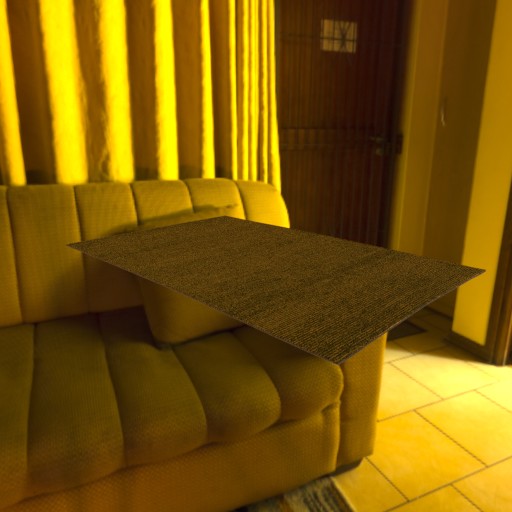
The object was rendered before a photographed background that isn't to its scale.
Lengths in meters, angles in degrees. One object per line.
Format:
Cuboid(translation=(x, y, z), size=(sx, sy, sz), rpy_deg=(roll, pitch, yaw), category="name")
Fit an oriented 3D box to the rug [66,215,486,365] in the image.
Cuboid(translation=(0.000, 0.000, 2.181), size=(1.145, 0.021, 1.777), rpy_deg=(-16, 22, -43), category="rug")
